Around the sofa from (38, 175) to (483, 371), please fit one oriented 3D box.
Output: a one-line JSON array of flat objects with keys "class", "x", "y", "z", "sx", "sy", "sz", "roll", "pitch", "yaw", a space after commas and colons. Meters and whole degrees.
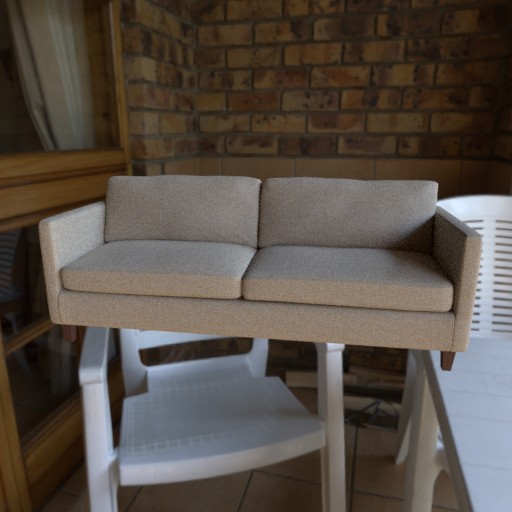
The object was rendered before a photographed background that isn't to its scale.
[{"class": "sofa", "x": 0.000, "y": 0.000, "z": 2.852, "sx": 2.434, "sy": 0.965, "sz": 0.951, "roll": 2, "pitch": 16, "yaw": 9}]
